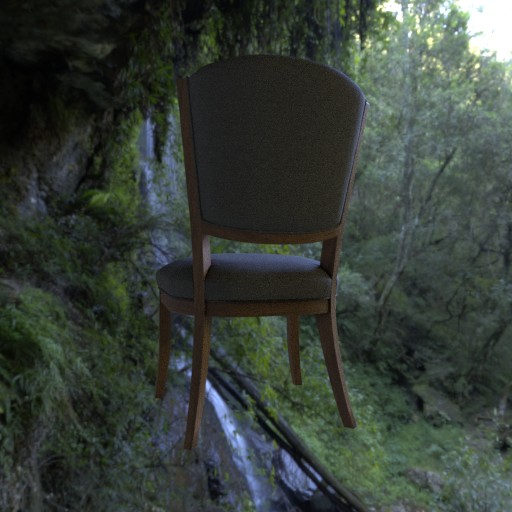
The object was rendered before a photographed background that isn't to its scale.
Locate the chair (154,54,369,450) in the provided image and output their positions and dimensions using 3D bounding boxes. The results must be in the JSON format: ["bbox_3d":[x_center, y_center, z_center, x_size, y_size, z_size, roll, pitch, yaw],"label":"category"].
[{"bbox_3d":[0.000,0.000,1.260,0.513,0.905,0.584,0,-1,-18],"label":"chair"}]
